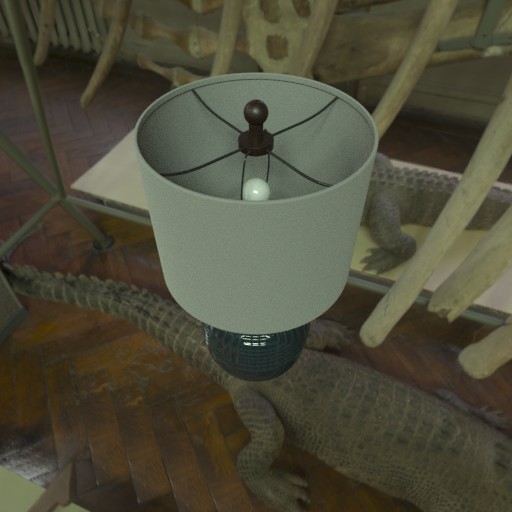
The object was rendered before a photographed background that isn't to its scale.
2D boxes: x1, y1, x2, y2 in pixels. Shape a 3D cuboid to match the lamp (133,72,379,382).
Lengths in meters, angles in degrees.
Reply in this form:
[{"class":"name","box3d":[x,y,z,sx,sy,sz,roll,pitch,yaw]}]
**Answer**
[{"class":"lamp","box3d":[0.000,0.000,0.764,0.318,0.567,0.318,0,47,0]}]
